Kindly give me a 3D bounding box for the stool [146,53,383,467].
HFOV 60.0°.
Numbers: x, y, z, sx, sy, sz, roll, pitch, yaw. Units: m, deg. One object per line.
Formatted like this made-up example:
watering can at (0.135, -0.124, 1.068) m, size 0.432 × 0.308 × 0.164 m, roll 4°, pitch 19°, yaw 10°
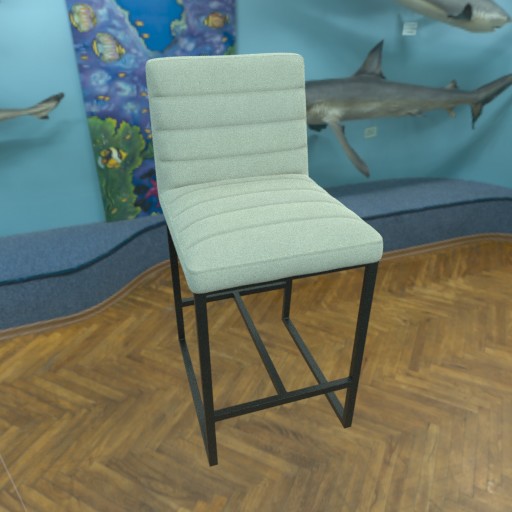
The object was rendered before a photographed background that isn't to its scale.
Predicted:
stool at (0.000, 0.000, 1.236) m, size 0.459 × 0.971 × 0.567 m, roll -9°, pitch 32°, yaw -15°
